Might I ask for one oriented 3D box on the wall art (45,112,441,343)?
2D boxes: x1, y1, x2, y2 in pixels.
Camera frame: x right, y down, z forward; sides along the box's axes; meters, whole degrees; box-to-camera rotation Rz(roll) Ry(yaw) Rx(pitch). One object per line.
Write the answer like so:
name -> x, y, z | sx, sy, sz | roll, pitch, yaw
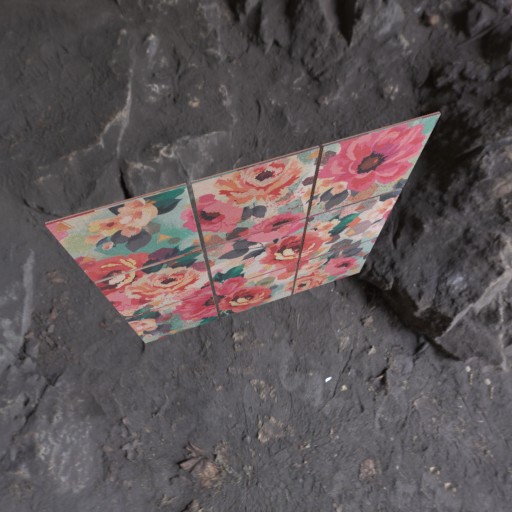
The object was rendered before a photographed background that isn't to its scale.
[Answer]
wall art -> 0.000, 0.000, 2.300 | 1.521, 1.519, 0.013 | -17, 65, -8
